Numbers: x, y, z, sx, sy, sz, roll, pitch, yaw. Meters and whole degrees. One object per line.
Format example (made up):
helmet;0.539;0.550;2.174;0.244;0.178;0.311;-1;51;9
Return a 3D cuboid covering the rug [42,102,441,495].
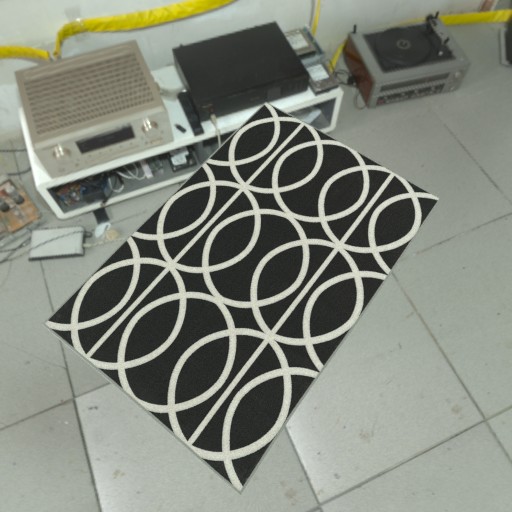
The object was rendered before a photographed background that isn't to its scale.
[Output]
rug;0.000;0.000;2.878;1.526;0.014;2.290;34;68;16
